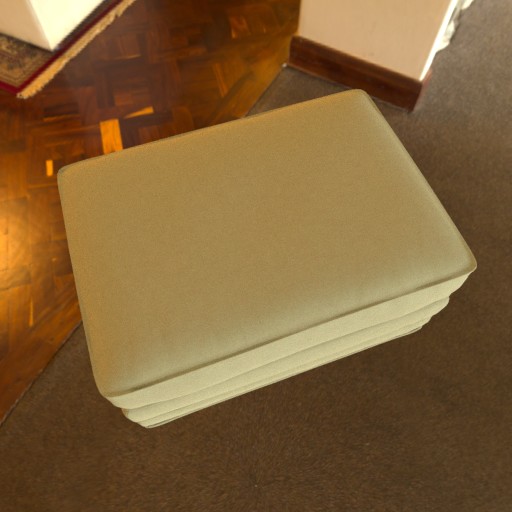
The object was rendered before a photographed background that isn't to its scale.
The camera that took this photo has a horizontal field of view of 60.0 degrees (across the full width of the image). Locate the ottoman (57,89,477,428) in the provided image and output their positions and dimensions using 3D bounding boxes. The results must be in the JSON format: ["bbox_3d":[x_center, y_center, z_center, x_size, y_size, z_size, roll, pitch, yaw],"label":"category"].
[{"bbox_3d":[0.000,0.000,1.177,0.848,0.482,0.611,-18,64,-9],"label":"ottoman"}]
